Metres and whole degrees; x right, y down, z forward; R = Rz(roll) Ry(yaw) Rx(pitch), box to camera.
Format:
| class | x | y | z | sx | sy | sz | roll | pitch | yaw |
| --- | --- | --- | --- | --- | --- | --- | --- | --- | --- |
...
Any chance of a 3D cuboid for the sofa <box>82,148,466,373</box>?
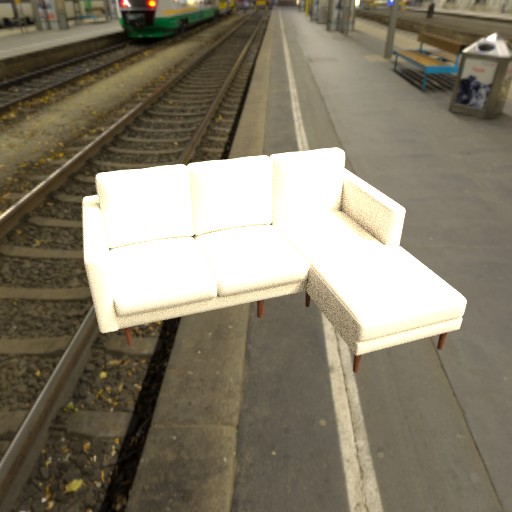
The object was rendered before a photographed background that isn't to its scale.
| class | x | y | z | sx | sy | sz | roll | pitch | yaw |
| --- | --- | --- | --- | --- | --- | --- | --- | --- | --- |
| sofa | 0.000 | 0.000 | 2.844 | 2.029 | 0.899 | 1.580 | -10 | 32 | -16 |
